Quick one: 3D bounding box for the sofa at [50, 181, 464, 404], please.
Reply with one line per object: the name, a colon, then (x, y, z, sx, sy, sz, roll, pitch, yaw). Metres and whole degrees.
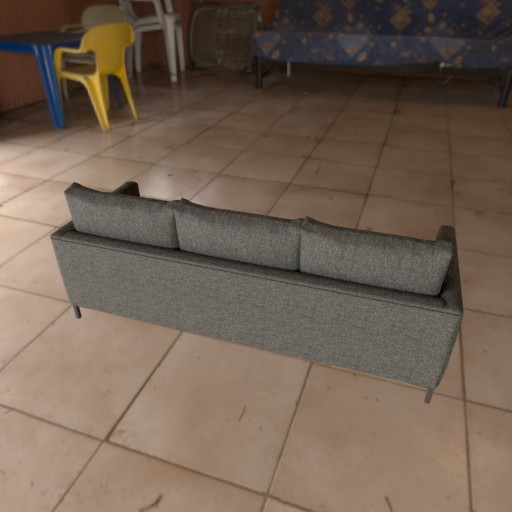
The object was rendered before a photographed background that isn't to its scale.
sofa: (0.000, 0.000, 2.697, 2.253, 0.879, 0.876, 10, 34, 15)
